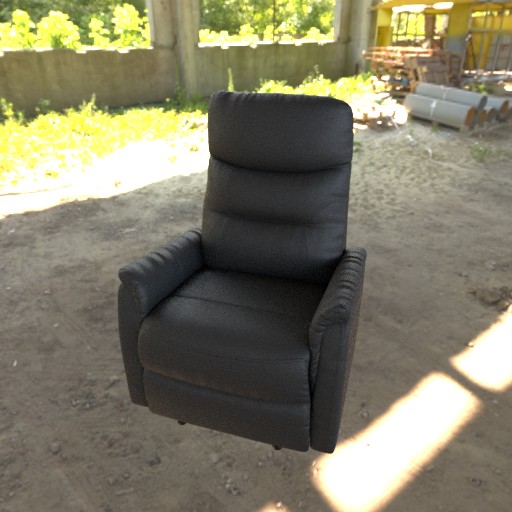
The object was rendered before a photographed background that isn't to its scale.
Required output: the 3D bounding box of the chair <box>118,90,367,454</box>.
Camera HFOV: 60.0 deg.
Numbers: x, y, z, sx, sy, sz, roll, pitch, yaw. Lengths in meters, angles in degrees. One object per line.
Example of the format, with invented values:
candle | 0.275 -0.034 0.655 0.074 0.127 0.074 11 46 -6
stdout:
chair | 0.000 0.000 1.636 0.775 1.082 0.831 8 28 16
